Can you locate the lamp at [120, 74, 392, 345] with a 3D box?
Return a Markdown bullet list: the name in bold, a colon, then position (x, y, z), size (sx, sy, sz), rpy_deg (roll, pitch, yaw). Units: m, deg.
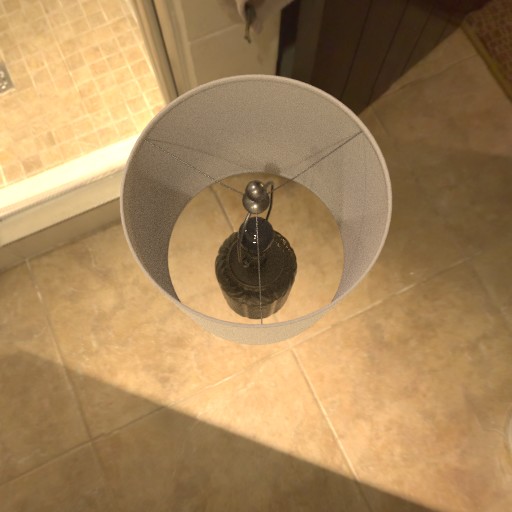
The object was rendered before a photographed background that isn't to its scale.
- **lamp**: position (0.000, 0.000, 0.512), size (0.203, 0.389, 0.203), rpy_deg (27, 77, 7)
